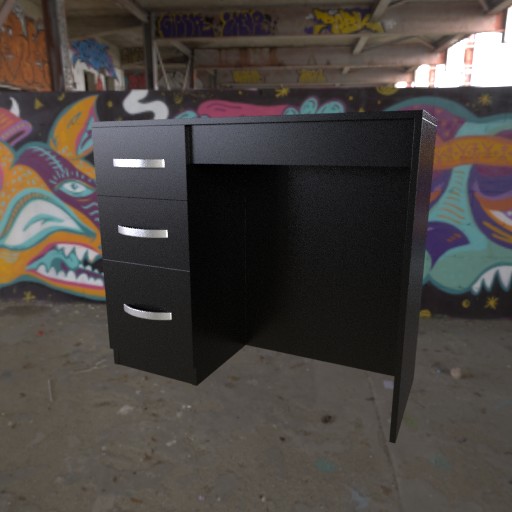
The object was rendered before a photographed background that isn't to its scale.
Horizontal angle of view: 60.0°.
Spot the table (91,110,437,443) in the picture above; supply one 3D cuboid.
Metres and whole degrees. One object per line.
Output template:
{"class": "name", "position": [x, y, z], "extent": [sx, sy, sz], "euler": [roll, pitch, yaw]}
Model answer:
{"class": "table", "position": [0.000, 0.000, 1.350], "extent": [0.930, 0.790, 0.380], "euler": [7, 15, 25]}
